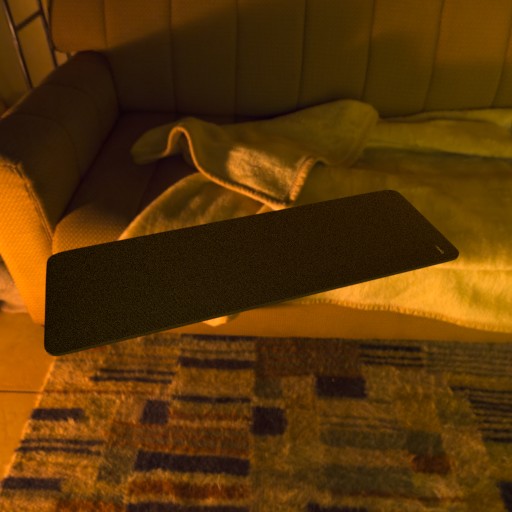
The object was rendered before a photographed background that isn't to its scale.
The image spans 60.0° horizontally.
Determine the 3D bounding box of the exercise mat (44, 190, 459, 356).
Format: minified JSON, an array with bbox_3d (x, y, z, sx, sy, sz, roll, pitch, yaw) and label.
[{"bbox_3d":[0.000,0.000,2.083,1.869,0.021,0.616,-12,42,-14],"label":"exercise mat"}]
